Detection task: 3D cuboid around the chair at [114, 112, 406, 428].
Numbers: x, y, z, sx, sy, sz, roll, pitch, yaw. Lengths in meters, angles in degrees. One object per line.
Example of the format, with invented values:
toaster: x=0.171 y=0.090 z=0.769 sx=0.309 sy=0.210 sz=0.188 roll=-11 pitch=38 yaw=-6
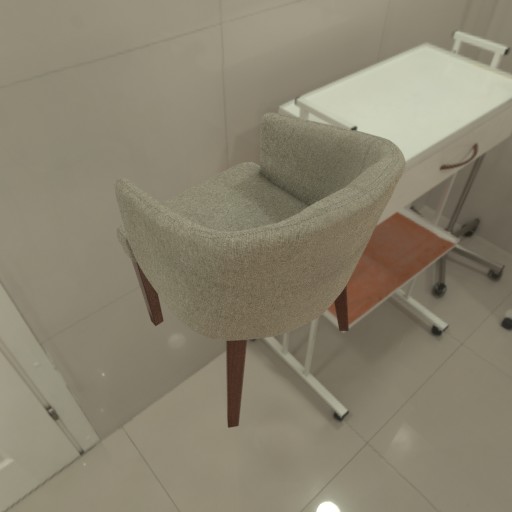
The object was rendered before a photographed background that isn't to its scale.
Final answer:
chair: x=0.000 y=0.000 z=1.264 sx=0.583 sy=0.811 sz=0.655 roll=-32 pitch=54 yaw=-27
